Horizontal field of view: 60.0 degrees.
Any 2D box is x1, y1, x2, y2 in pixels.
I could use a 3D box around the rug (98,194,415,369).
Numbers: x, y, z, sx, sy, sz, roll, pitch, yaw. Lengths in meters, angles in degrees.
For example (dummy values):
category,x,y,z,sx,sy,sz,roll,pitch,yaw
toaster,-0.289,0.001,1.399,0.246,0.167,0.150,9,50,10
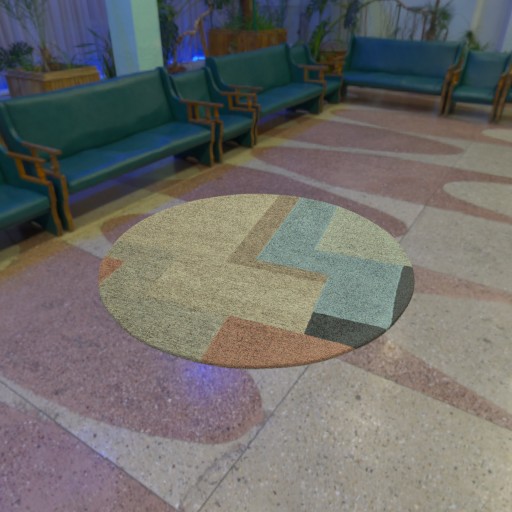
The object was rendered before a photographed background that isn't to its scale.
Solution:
category,x,y,z,sx,sy,sz,roll,pitch,yaw
rug,0.000,0.000,3.598,2.461,0.033,2.461,0,32,0
